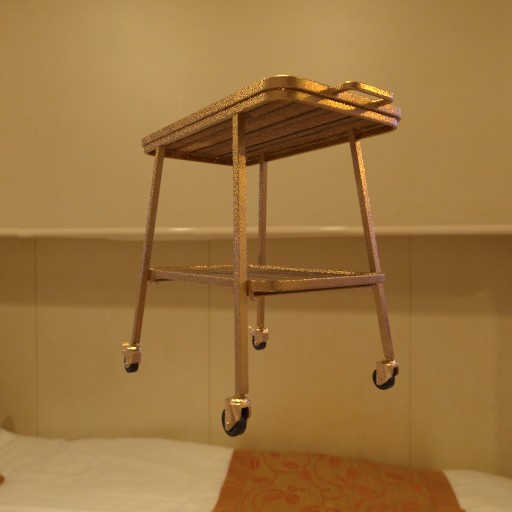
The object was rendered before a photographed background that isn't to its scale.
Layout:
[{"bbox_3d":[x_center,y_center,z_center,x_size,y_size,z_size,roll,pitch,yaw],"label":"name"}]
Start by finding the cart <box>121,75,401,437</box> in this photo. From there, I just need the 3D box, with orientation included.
[{"bbox_3d":[0.000,0.000,1.219,0.524,0.700,0.806,-1,2,-37],"label":"cart"}]
